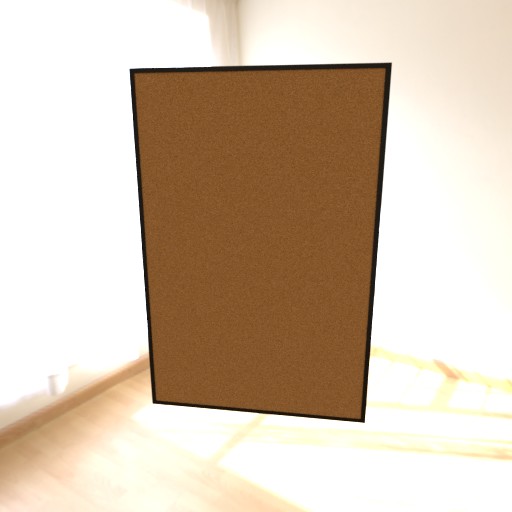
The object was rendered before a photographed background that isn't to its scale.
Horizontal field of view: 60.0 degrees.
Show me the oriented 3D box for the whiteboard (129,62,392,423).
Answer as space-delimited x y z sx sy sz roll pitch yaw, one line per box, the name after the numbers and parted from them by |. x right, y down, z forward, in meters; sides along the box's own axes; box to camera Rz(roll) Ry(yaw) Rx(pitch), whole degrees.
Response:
0.000 0.000 0.769 0.406 0.611 0.026 2 15 8 | whiteboard
